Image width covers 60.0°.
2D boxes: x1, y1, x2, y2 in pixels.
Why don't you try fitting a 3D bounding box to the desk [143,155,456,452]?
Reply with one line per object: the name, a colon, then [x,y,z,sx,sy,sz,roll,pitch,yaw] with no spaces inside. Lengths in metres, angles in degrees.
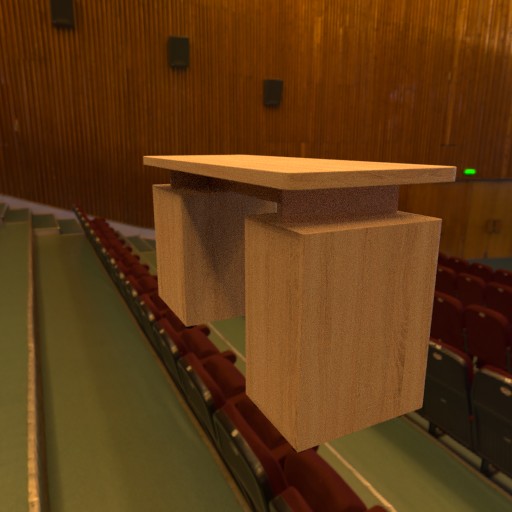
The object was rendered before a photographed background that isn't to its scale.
desk: [0.000,0.000,1.794,0.550,0.760,1.400,-7,16,-26]
